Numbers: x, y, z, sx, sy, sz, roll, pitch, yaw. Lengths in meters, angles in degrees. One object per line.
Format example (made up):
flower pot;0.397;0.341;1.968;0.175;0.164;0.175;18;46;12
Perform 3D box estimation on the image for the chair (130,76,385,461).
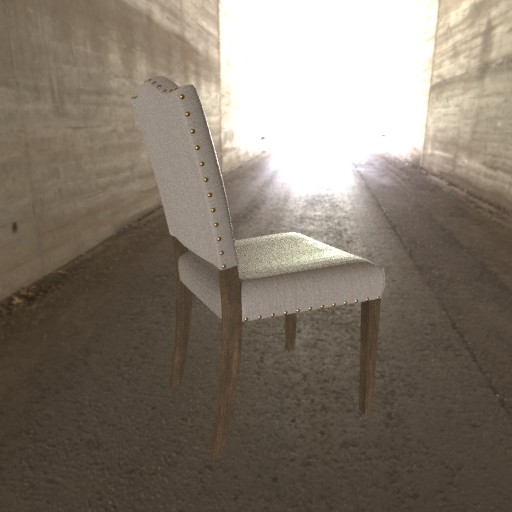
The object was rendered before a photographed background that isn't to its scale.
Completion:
chair;0.000;0.000;1.381;0.620;1.020;0.508;-9;19;-26
